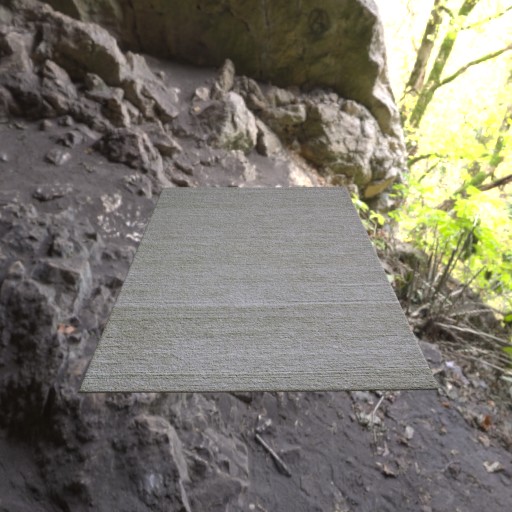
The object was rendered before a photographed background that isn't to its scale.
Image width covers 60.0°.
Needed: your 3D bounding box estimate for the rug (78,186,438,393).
[{"bbox_3d":[0.000,0.000,2.927,1.606,0.017,2.270,0,32,-1],"label":"rug"}]
